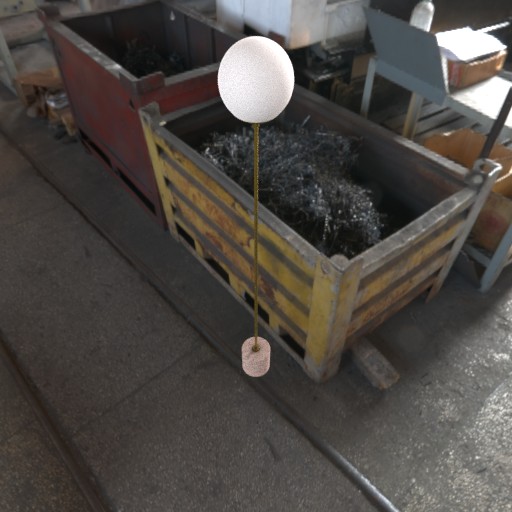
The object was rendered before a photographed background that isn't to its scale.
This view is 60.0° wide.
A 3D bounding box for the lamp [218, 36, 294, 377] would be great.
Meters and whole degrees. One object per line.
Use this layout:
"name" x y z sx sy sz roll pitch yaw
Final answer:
"lamp" 0.000 0.000 1.872 0.229 1.748 0.229 10 46 10
